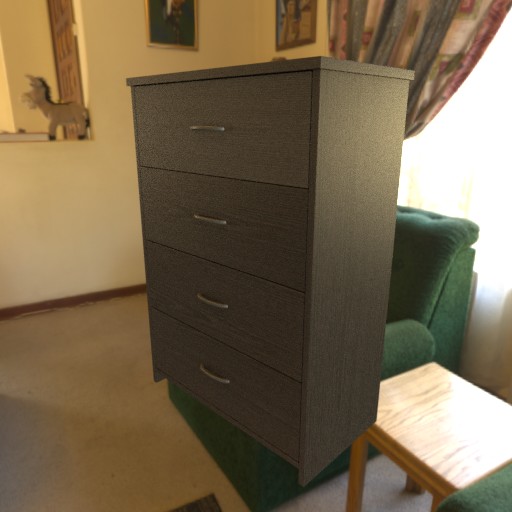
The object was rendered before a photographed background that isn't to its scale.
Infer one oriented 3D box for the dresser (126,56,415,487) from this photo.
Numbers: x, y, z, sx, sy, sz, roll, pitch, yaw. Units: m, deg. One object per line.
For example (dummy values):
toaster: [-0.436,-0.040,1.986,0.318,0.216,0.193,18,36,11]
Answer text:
dresser: [0.000,0.000,1.342,0.704,1.020,0.399,16,24,42]
